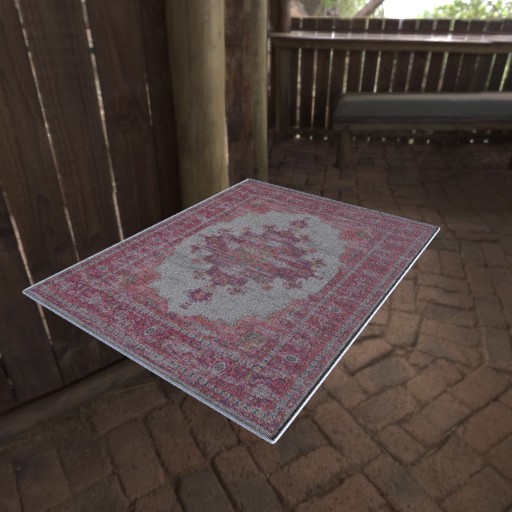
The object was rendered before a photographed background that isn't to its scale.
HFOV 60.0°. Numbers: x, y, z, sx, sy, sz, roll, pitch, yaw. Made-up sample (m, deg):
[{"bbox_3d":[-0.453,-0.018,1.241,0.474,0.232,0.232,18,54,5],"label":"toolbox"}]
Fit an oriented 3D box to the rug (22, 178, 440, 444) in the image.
[{"bbox_3d":[0.000,0.000,4.072,2.447,0.017,3.123,20,36,30],"label":"rug"}]
